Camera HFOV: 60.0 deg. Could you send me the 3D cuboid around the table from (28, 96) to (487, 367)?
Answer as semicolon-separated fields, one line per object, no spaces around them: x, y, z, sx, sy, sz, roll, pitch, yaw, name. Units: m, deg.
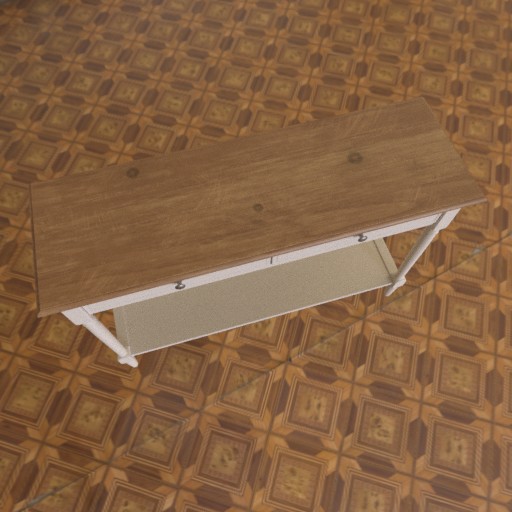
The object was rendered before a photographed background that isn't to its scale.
0.000;0.000;1.583;1.219;0.800;0.399;-14;64;-7;table
